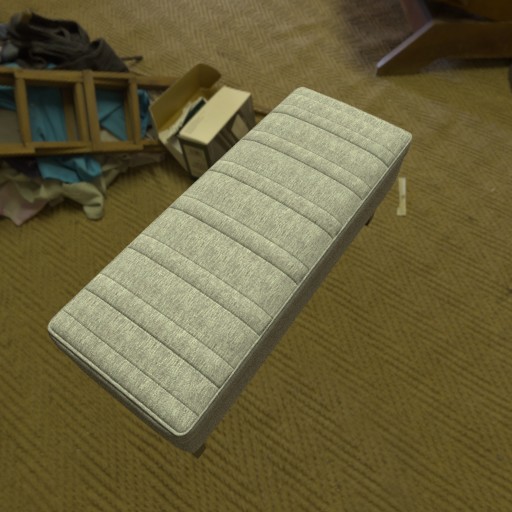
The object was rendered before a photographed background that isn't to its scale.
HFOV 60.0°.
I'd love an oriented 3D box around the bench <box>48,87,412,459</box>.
[{"bbox_3d":[0.000,0.000,1.332,0.429,0.470,1.100,31,62,19],"label":"bench"}]
